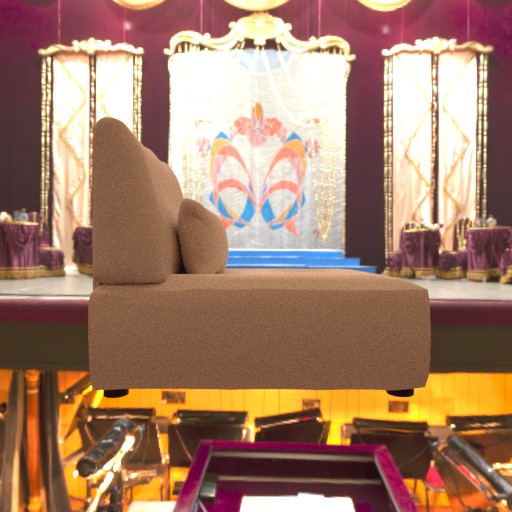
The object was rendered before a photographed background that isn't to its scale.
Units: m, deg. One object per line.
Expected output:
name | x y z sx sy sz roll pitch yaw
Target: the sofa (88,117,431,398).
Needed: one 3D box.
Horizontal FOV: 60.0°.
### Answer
sofa | 0.000 0.000 1.611 1.000 0.820 0.700 0 0 1
